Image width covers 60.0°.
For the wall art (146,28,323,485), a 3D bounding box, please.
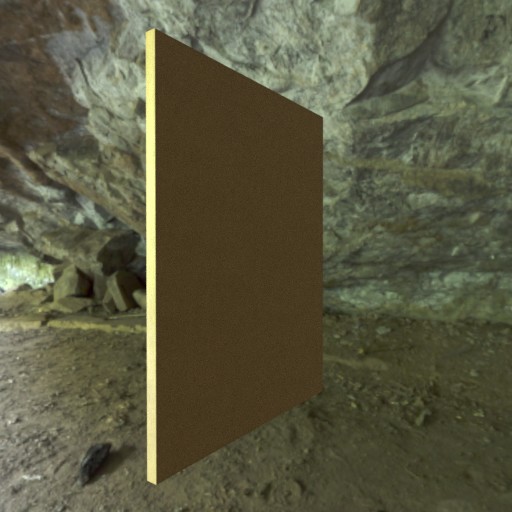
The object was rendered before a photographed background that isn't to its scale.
[{"bbox_3d":[0.000,0.000,1.305,0.030,1.002,0.798,1,1,36],"label":"wall art"}]
